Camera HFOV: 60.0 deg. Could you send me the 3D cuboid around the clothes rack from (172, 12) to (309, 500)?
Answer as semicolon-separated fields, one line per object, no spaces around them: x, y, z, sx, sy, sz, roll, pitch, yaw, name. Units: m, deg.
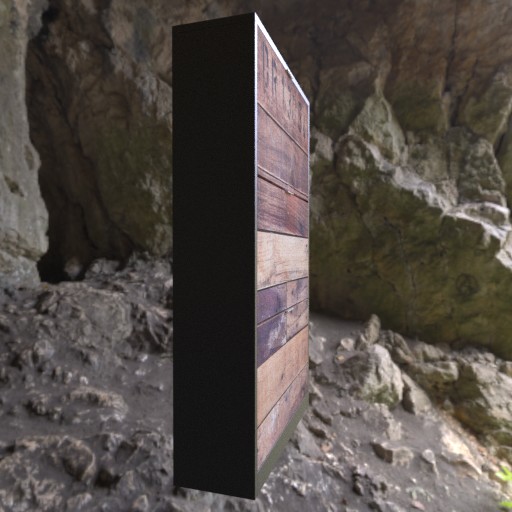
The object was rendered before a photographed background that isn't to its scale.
0.000;0.000;1.553;0.250;1.280;0.750;0;1;18;clothes rack
